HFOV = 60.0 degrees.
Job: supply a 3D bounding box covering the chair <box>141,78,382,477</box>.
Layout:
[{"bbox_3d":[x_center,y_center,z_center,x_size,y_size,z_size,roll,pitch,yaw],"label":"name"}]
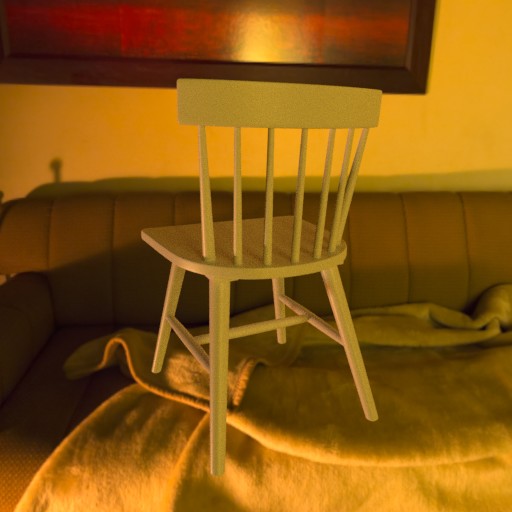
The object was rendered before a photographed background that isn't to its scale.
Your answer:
[{"bbox_3d":[0.000,0.000,1.127,0.483,0.787,0.500,-7,17,-26],"label":"chair"}]
